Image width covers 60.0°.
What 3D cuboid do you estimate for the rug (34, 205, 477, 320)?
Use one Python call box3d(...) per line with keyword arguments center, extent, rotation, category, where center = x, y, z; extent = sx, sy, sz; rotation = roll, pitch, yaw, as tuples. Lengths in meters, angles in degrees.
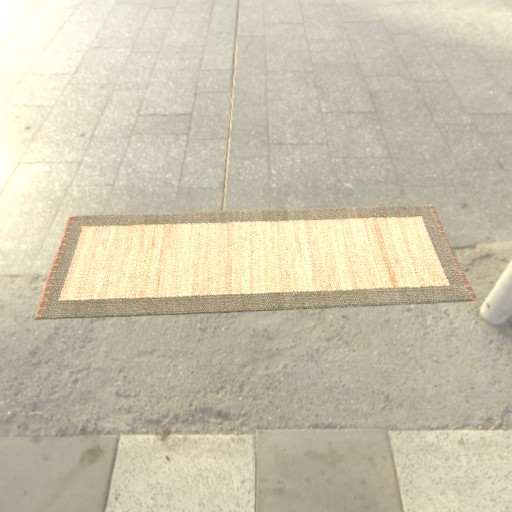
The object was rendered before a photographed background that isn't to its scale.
box3d(center=(0.000, 0.000, 2.664), extent=(2.413, 0.016, 0.810), rotation=(-2, 48, -2), category="rug")
